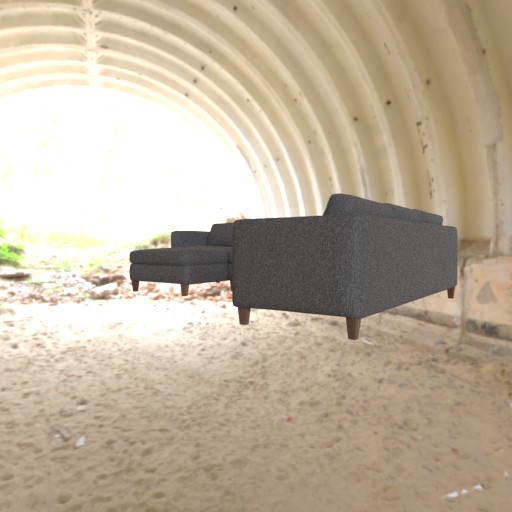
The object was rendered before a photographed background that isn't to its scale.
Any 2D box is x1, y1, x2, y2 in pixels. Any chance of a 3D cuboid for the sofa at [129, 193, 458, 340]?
[{"bbox_3d":[0.000,0.000,4.393,3.238,0.853,2.551,1,2,36],"label":"sofa"}]
